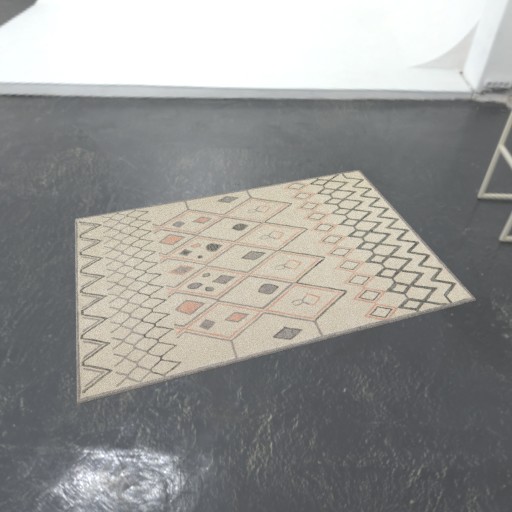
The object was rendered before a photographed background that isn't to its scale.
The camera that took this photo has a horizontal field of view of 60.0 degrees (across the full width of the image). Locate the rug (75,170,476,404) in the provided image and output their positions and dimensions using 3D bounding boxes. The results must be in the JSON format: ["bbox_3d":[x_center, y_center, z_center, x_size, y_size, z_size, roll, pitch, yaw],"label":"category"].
[{"bbox_3d":[0.000,0.000,2.350,1.829,0.016,1.219,-12,44,-13],"label":"rug"}]
